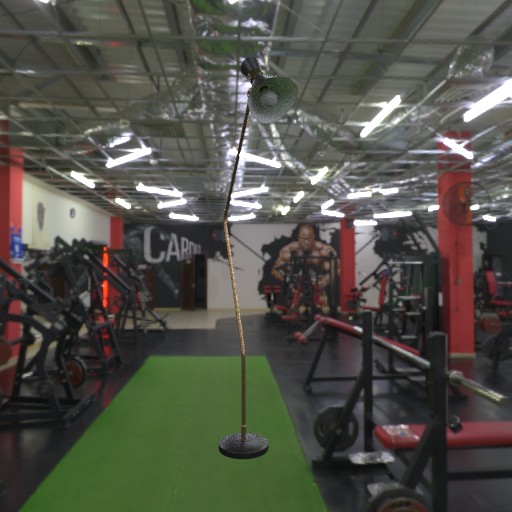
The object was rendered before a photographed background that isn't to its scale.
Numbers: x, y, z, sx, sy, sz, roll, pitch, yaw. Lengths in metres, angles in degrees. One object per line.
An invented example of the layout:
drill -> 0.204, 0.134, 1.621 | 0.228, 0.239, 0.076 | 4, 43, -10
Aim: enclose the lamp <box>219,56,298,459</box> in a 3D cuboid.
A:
lamp -> 0.000, 0.000, 1.640 | 0.277, 1.438, 0.467 | 0, -1, -1
